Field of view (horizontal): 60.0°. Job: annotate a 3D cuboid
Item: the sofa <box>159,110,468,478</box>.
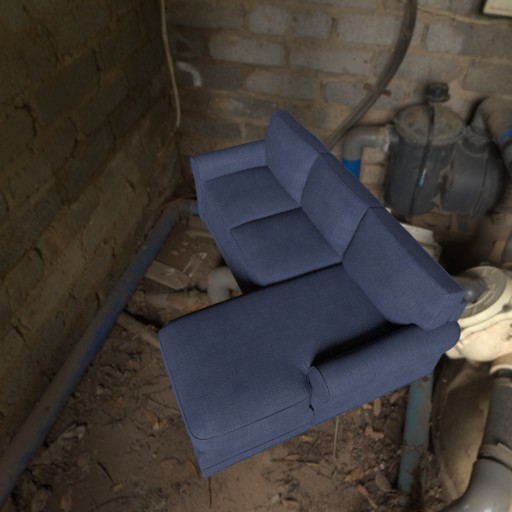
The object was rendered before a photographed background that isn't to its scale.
[{"bbox_3d":[0.000,0.000,3.404,1.780,1.063,2.567,-17,49,-16],"label":"sofa"}]
